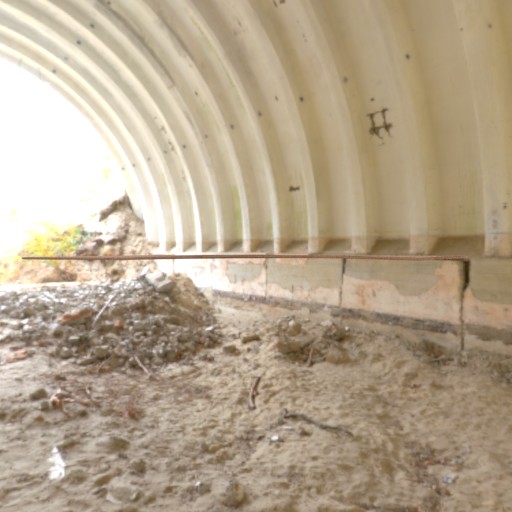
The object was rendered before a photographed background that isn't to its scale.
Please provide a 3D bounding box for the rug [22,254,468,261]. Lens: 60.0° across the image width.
[{"bbox_3d":[0.000,0.000,2.279,1.837,0.025,1.230,0,1,18],"label":"rug"}]
